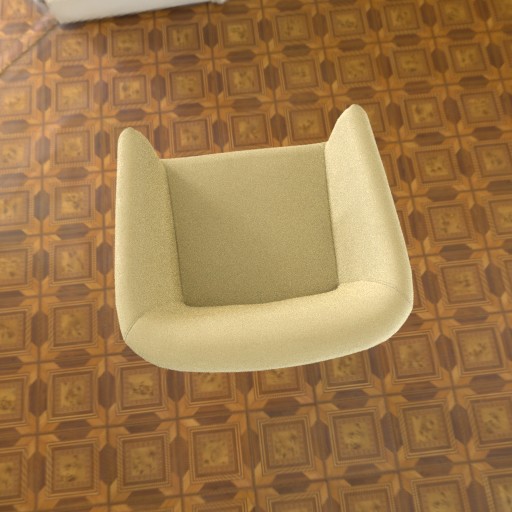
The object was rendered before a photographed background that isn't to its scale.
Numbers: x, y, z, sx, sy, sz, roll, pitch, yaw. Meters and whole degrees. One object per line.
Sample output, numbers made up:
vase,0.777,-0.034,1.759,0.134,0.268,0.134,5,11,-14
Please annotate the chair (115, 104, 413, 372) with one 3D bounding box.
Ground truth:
chair,0.000,0.000,1.302,0.643,0.822,0.657,-6,75,-2
